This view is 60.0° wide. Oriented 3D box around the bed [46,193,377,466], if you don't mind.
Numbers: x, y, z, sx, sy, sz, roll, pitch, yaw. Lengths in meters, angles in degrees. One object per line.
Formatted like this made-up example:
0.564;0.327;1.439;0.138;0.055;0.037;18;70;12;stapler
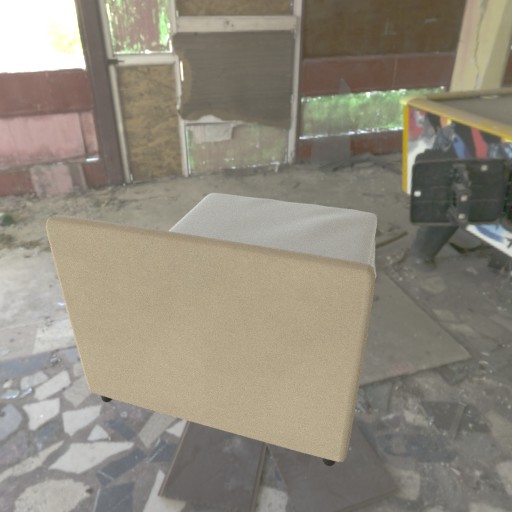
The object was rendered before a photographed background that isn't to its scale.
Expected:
0.000;0.000;3.221;1.723;1.330;2.142;9;32;16;bed
